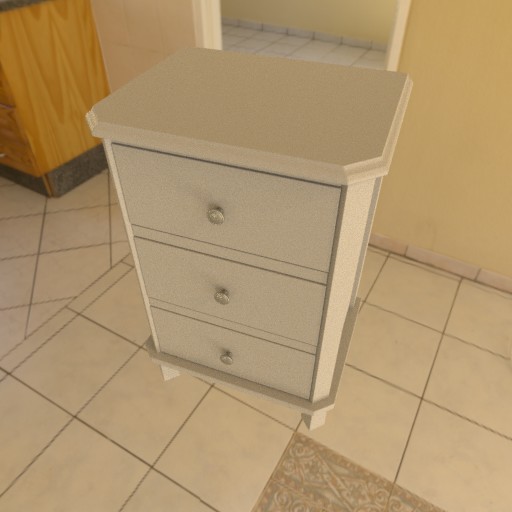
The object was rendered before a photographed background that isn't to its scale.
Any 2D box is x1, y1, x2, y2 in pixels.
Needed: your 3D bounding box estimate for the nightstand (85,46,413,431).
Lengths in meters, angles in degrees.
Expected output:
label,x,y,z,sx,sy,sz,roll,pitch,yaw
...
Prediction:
label,x,y,z,sx,sy,sz,roll,pitch,yaw
nightstand,0.000,0.000,0.920,0.450,0.680,0.350,14,44,15
